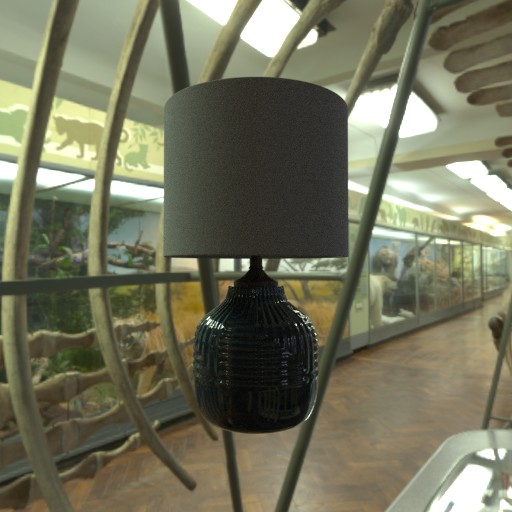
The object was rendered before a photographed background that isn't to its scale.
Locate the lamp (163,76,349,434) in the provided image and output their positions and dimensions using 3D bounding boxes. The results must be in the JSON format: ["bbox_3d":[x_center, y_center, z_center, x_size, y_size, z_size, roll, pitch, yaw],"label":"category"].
[{"bbox_3d":[0.000,0.000,0.777,0.318,0.567,0.318,0,-1,0],"label":"lamp"}]
